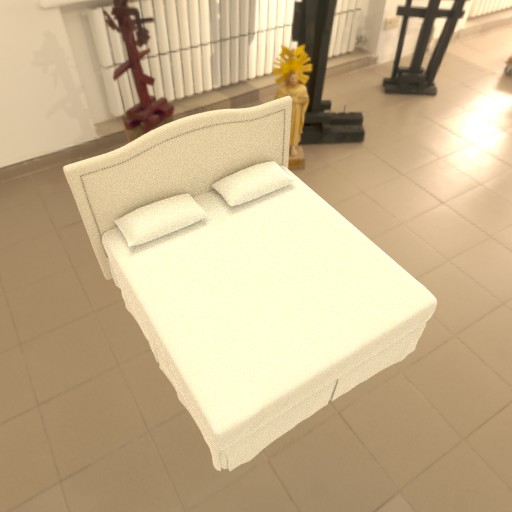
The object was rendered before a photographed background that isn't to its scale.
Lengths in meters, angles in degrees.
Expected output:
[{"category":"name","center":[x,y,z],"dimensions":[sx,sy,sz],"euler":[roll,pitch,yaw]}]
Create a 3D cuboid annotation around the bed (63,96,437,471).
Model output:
[{"category":"bed","center":[0.000,0.000,3.515],"dimensions":[2.083,1.421,2.182],"euler":[-25,51,-22]}]
